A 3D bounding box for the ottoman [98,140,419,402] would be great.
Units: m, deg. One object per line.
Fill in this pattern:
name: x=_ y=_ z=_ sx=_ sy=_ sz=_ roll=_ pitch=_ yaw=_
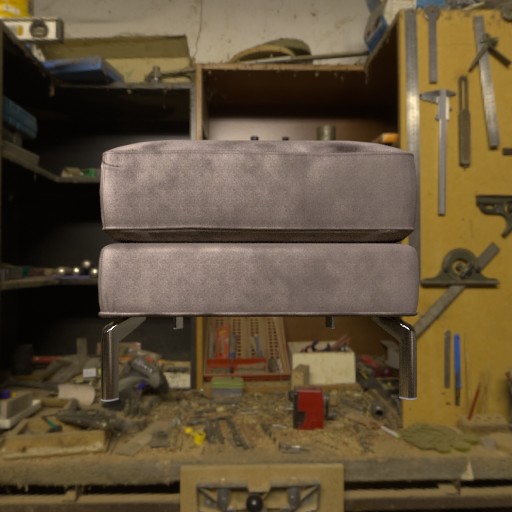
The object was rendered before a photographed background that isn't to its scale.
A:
ottoman: x=0.000 y=0.000 z=1.052 sx=0.520 sy=0.456 sz=0.719 roll=0 pitch=0 yaw=-1
